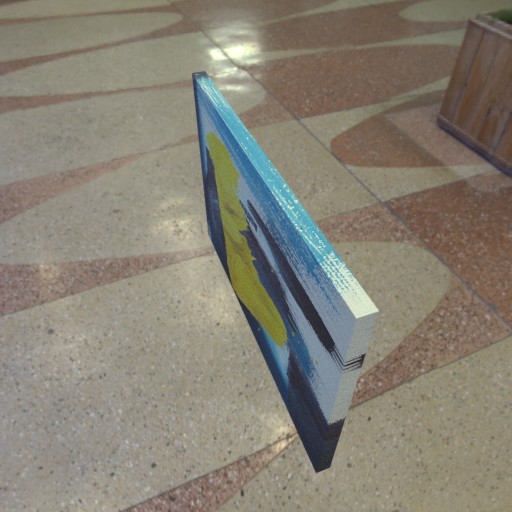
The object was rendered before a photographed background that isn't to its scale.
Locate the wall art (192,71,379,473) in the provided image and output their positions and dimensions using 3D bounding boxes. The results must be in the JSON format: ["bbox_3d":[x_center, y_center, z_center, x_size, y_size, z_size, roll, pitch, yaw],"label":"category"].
[{"bbox_3d":[0.000,0.000,1.157,0.039,0.610,0.914,-15,47,-15],"label":"wall art"}]
